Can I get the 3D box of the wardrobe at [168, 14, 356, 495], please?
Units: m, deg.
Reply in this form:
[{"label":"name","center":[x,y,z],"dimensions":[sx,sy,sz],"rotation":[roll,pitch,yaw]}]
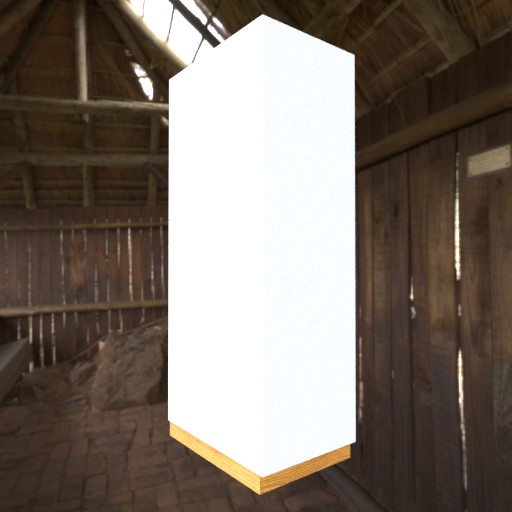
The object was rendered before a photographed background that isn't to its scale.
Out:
[{"label":"wardrobe","center":[0.000,0.000,2.394],"dimensions":[0.600,2.040,0.860],"rotation":[1,-1,-38]}]
